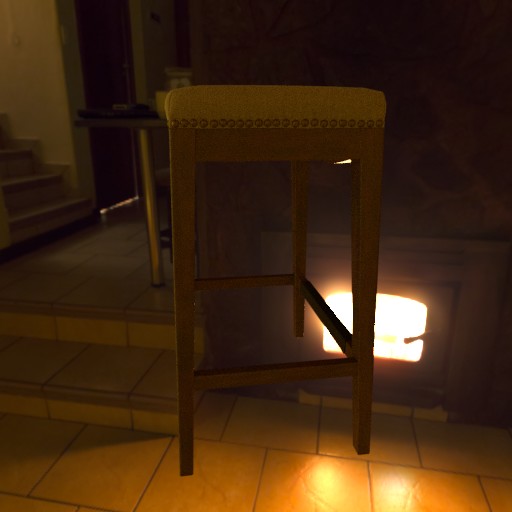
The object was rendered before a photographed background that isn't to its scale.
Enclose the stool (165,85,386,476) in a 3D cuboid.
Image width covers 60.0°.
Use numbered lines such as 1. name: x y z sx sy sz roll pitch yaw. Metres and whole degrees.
1. stool: 0.000 0.000 0.958 0.356 0.660 0.508 -3 17 -9
